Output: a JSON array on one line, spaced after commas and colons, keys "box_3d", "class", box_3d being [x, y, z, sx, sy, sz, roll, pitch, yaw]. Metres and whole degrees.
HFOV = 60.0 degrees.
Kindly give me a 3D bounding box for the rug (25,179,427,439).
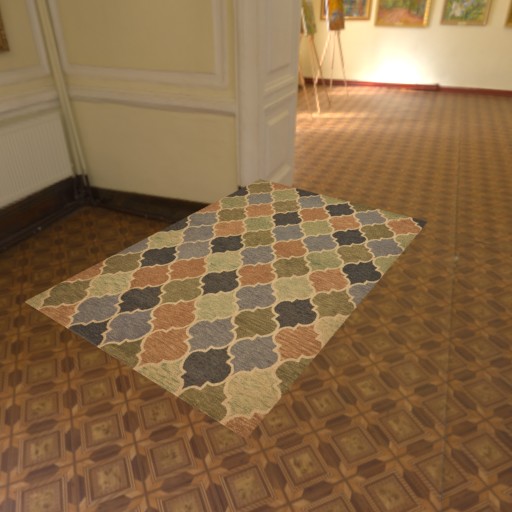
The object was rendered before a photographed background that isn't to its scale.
[{"box_3d": [0.000, 0.000, 2.884, 1.521, 0.006, 2.284, 20, 36, 30], "class": "rug"}]
